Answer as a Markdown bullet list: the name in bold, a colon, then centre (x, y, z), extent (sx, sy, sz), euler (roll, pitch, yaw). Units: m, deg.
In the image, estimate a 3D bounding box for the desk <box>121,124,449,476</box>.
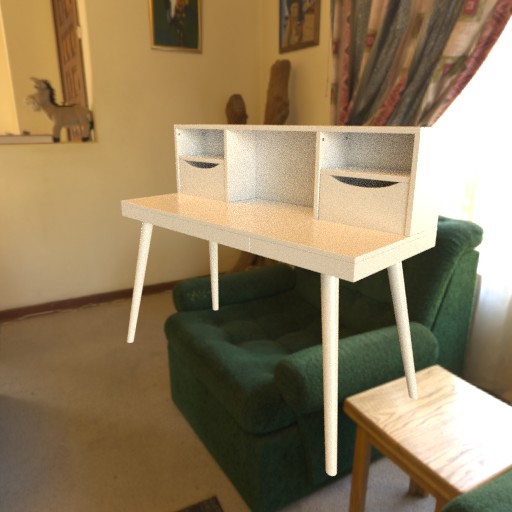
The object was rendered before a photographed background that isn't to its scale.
- **desk**: centre (0.000, 0.000, 1.758), extent (1.199, 0.990, 0.559), euler (16, 23, 42)
